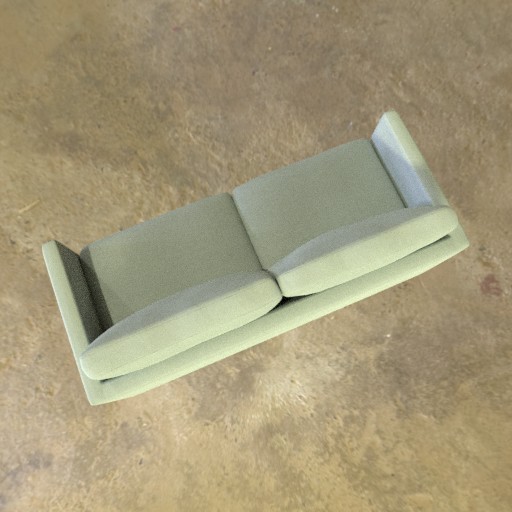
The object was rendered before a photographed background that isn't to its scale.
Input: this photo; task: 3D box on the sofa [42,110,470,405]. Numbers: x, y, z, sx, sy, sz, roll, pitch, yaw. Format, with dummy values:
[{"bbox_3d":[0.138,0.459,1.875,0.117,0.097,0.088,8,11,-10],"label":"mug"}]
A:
[{"bbox_3d":[0.000,0.000,2.689,2.208,0.965,0.951,-22,77,-5],"label":"sofa"}]
